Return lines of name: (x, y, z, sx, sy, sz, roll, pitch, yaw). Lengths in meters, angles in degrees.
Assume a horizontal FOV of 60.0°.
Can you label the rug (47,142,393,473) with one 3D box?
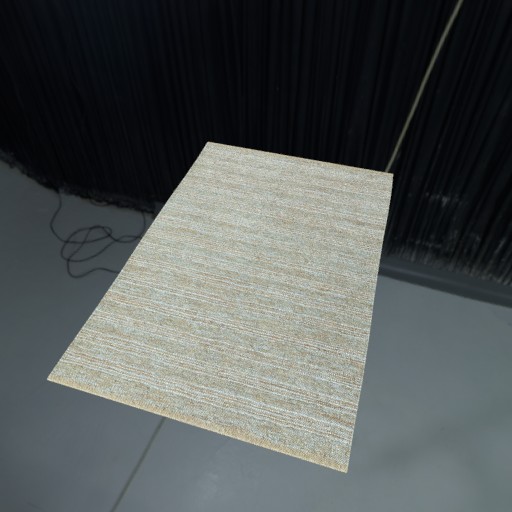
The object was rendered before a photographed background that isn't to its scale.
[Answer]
rug: (0.000, 0.000, 2.288, 1.240, 0.010, 1.824, 13, 48, 11)
